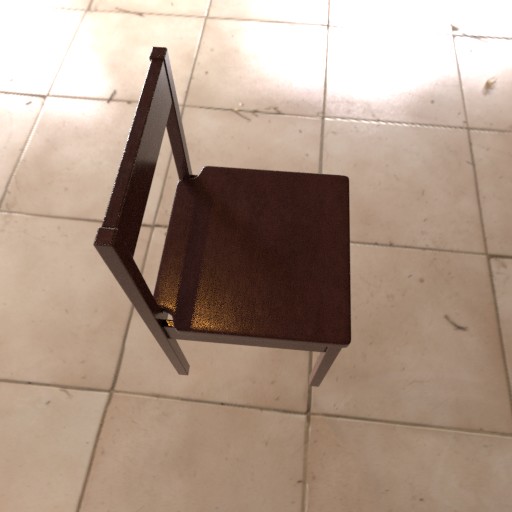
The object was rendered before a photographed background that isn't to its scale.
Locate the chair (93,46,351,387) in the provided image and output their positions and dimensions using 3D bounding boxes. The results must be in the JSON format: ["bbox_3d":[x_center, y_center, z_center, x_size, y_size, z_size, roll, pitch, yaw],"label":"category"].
[{"bbox_3d":[0.000,0.000,0.893,0.361,0.668,0.367,4,62,2],"label":"chair"}]
